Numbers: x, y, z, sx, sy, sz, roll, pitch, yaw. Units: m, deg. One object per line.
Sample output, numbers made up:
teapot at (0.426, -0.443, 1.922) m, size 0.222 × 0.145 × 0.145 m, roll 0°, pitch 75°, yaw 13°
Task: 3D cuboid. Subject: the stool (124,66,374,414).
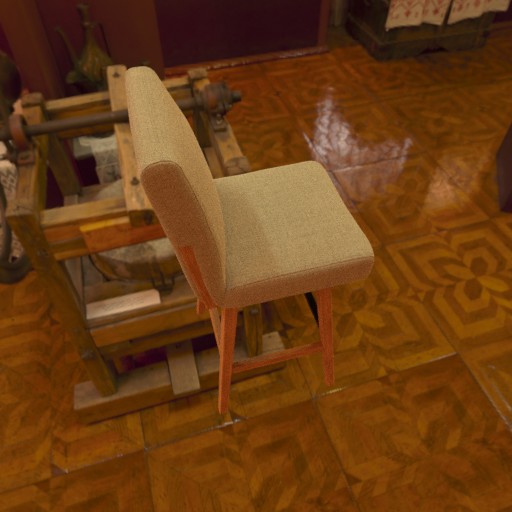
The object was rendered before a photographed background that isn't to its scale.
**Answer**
stool at (0.000, 0.000, 1.400) m, size 0.569 × 1.106 × 0.483 m, roll -11°, pitch 49°, yaw -10°
